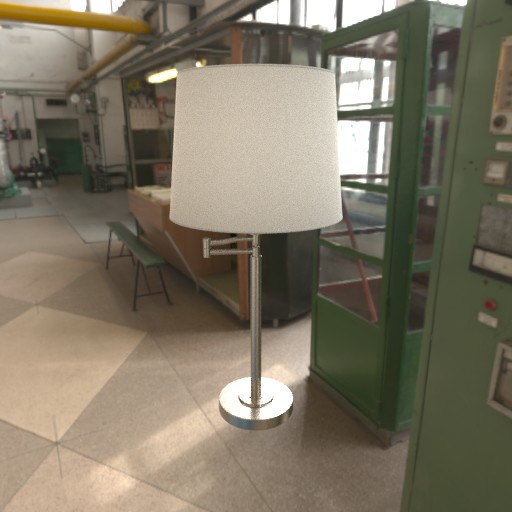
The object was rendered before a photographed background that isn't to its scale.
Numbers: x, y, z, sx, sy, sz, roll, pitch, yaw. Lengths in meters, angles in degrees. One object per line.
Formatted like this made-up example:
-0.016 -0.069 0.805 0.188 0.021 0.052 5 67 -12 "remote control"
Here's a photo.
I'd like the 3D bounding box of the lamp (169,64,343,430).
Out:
0.000 0.000 0.890 0.333 0.696 0.333 0 16 0 "lamp"
